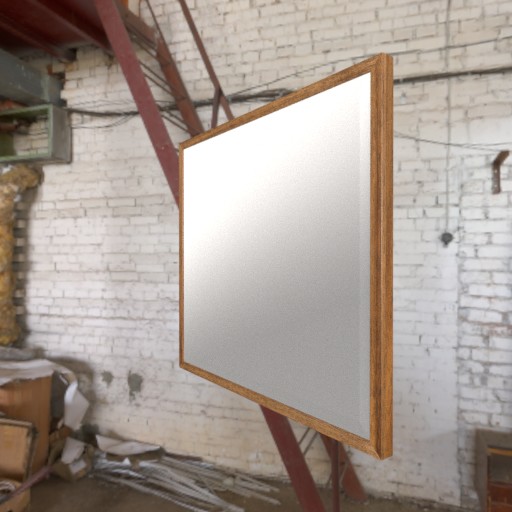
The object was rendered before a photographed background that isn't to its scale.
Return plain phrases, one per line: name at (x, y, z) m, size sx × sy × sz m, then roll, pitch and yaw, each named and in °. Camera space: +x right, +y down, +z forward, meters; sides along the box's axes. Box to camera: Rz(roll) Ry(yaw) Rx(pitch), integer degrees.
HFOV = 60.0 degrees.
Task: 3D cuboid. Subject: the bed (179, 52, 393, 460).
bed at (0.000, 0.000, 1.452) m, size 0.043 × 0.940 × 1.041 m, roll 0°, pitch 0°, yaw -36°
